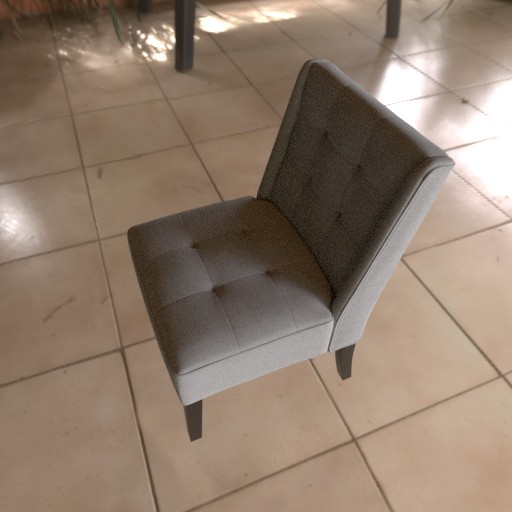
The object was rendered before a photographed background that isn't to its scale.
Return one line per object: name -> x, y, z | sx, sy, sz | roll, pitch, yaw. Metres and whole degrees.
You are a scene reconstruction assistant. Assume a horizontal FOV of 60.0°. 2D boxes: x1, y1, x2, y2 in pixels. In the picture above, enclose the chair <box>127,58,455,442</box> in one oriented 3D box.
chair -> 0.000, 0.000, 1.292 | 0.676, 0.853, 0.569 | -17, 49, -16
